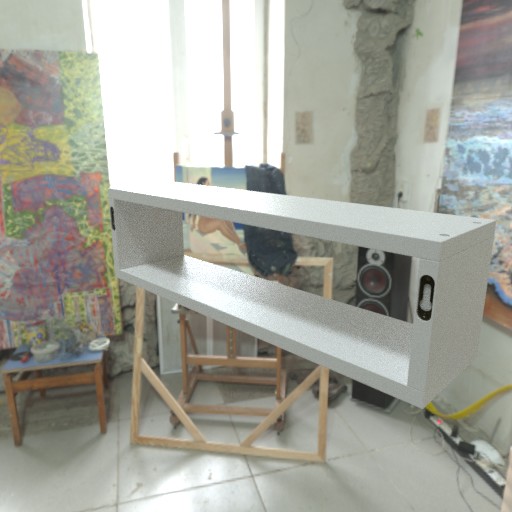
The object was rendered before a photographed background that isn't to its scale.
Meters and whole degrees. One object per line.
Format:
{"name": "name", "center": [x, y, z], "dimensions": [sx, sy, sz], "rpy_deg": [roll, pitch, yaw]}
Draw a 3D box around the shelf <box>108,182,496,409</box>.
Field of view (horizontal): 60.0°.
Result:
{"name": "shelf", "center": [0.000, 0.000, 0.674], "dimensions": [0.610, 0.170, 0.150], "rpy_deg": [14, 21, 43]}
